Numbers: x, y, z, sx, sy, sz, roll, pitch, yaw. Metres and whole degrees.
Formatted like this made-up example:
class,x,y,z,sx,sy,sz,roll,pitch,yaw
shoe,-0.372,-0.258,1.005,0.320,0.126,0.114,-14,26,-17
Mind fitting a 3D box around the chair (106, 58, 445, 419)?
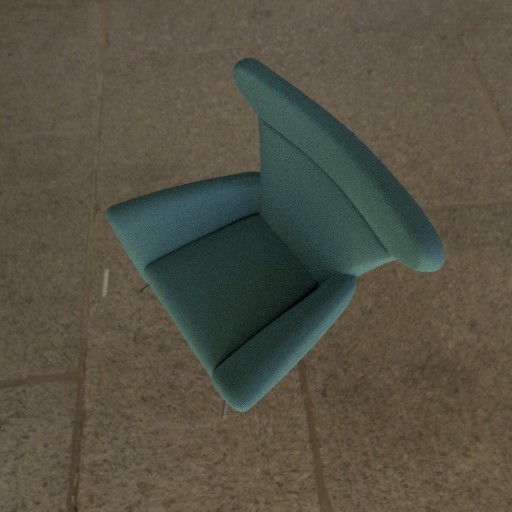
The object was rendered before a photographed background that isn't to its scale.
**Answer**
class,x,y,z,sx,sy,sz,roll,pitch,yaw
chair,0.000,0.000,1.795,0.900,0.980,1.050,-33,67,-16
